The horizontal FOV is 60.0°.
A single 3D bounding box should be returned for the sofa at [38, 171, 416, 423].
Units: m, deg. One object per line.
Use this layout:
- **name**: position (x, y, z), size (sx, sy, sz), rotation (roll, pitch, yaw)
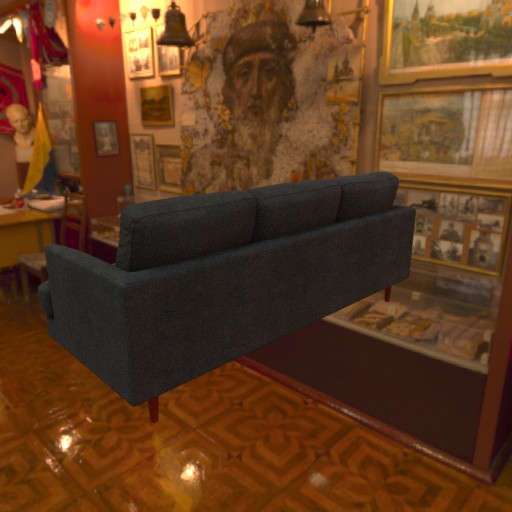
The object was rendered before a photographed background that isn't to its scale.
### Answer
- **sofa**: position (0.000, 0.000, 2.672), size (2.246, 0.930, 0.903), rotation (-15, 22, -42)
